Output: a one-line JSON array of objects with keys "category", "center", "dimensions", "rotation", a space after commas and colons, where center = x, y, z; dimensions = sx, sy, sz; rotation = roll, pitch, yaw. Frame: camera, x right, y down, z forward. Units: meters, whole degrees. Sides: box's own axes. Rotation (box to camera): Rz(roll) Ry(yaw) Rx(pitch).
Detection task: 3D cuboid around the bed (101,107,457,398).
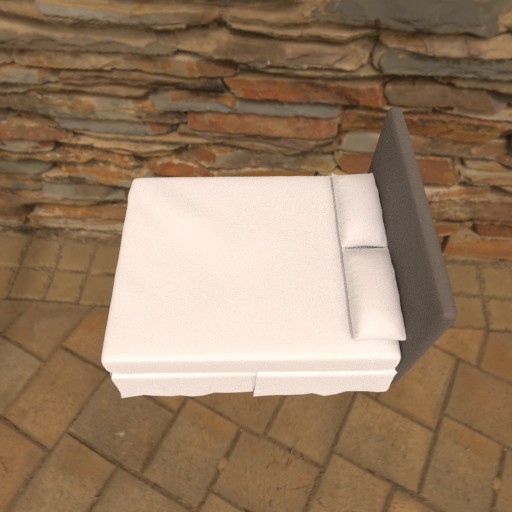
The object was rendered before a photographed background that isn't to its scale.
[{"category": "bed", "center": [0.000, 0.000, 3.272], "dimensions": [2.142, 1.330, 1.723], "rotation": [-1, 58, 0]}]
